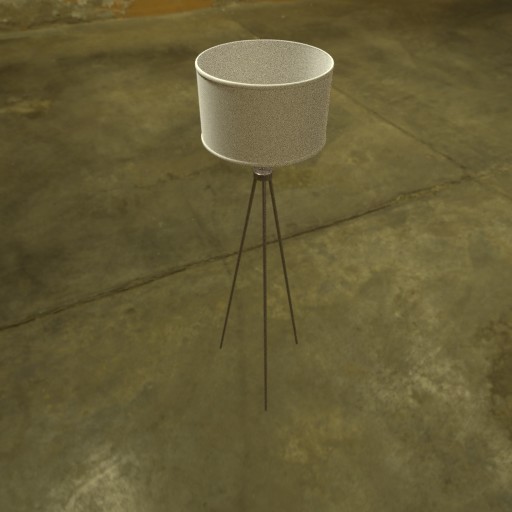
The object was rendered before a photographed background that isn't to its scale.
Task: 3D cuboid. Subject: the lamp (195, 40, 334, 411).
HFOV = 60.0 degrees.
[{"bbox_3d":[0.000,0.000,1.820,0.458,1.545,0.448,14,43,15],"label":"lamp"}]
